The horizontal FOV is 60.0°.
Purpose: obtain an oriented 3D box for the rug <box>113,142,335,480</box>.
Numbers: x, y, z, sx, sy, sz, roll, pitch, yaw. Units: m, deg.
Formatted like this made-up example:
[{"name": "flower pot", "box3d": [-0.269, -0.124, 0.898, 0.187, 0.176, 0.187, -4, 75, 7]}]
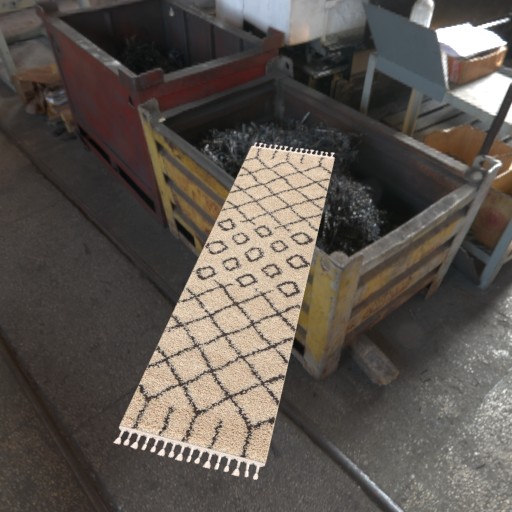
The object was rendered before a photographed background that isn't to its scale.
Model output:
[{"name": "rug", "box3d": [0.000, 0.000, 2.676, 0.660, 0.005, 2.464, 10, 47, 10]}]
